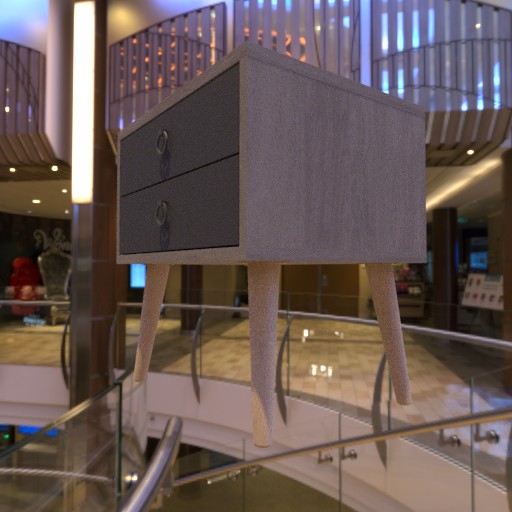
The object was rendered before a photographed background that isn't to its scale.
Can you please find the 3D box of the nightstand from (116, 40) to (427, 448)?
[{"bbox_3d":[0.000,0.000,0.812,0.380,0.500,0.450,1,-2,-36],"label":"nightstand"}]
